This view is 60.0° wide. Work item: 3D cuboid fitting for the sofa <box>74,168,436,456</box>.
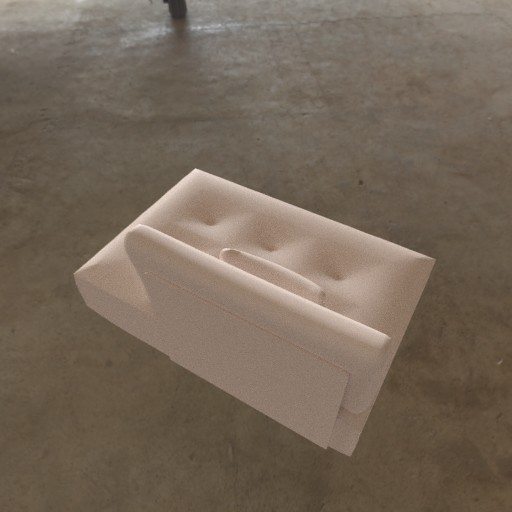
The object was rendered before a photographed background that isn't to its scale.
[{"bbox_3d":[0.000,0.000,2.049,1.450,0.820,1.000,24,51,20],"label":"sofa"}]
